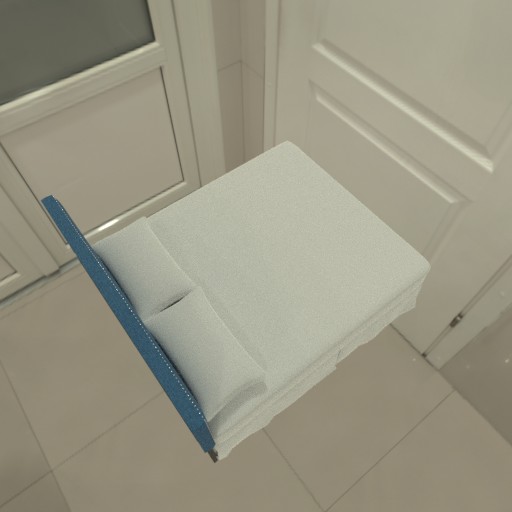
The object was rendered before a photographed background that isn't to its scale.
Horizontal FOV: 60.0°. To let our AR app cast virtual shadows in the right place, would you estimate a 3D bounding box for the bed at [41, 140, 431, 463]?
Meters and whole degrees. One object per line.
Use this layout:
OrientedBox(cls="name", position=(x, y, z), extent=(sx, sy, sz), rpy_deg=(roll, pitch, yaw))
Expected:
OrientedBox(cls="bed", position=(0.000, 0.000, 2.909), extent=(1.872, 1.169, 1.610), rpy_deg=(-33, 63, -19))
